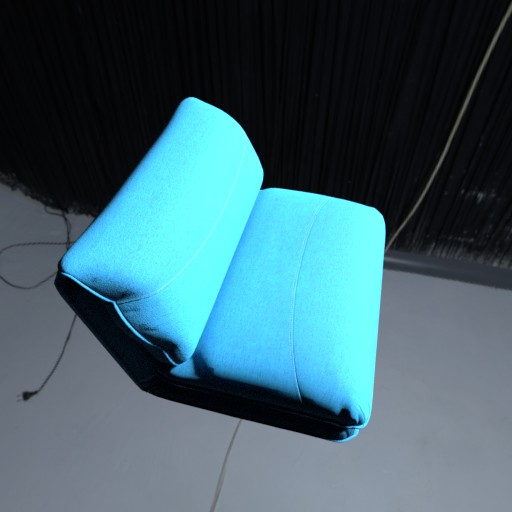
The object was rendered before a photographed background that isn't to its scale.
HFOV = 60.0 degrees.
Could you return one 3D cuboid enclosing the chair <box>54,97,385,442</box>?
[{"bbox_3d":[0.000,0.000,1.332,0.780,0.580,0.820,10,47,10],"label":"chair"}]
